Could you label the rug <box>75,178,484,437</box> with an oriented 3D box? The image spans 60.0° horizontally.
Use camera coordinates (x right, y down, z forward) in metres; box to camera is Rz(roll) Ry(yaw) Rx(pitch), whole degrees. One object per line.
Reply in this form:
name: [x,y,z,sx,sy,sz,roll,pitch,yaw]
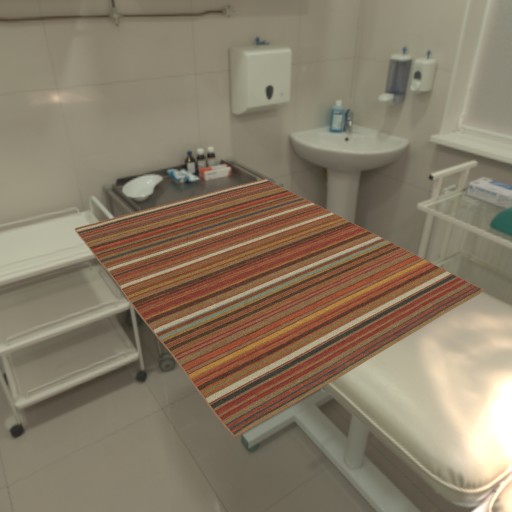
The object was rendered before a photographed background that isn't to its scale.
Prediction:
rug: [0.000,0.000,4.142,2.479,0.023,3.092,-20,36,-29]
